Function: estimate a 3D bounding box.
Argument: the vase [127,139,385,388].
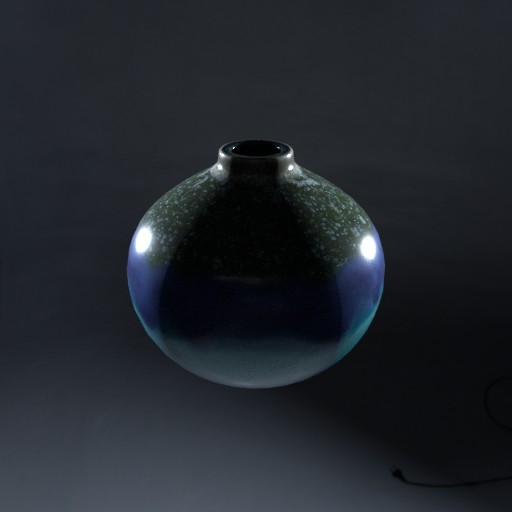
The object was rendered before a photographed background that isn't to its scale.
[{"bbox_3d":[0.000,0.000,0.272,0.154,0.133,0.154,0,29,0],"label":"vase"}]
